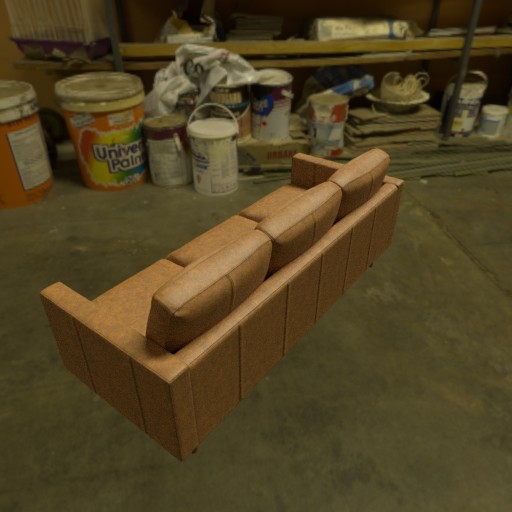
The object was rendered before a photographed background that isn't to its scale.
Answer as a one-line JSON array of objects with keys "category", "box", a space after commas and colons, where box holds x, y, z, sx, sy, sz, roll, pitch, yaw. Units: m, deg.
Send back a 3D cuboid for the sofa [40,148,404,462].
[{"category": "sofa", "box": [0.000, 0.000, 2.698, 0.903, 0.930, 2.231, 23, 40, 30]}]
